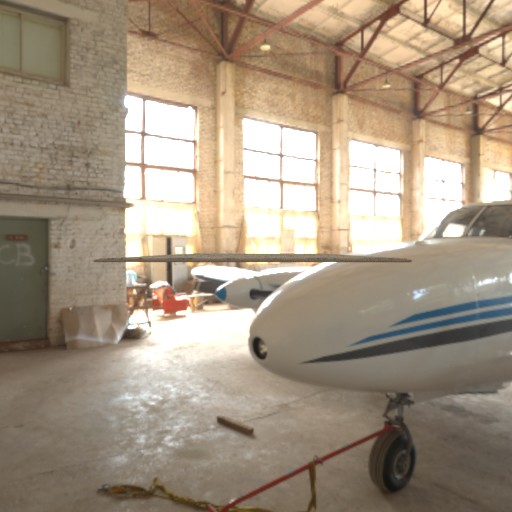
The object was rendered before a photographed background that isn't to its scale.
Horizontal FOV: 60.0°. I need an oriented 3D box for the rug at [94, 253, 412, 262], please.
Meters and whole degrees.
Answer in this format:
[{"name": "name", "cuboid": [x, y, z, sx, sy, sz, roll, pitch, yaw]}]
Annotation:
[{"name": "rug", "cuboid": [0.000, 0.000, 1.445, 0.605, 0.007, 1.220, 0, 1, 1]}]
